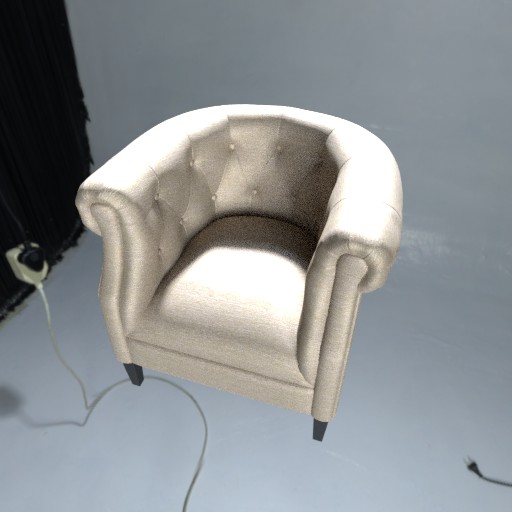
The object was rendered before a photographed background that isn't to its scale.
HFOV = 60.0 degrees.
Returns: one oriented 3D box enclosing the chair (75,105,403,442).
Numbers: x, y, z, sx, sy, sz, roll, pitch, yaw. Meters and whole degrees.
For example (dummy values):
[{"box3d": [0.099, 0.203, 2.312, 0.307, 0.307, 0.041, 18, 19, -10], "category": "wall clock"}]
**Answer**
[{"box3d": [0.000, 0.000, 1.589, 0.905, 0.827, 0.852, 12, 42, 14], "category": "chair"}]
